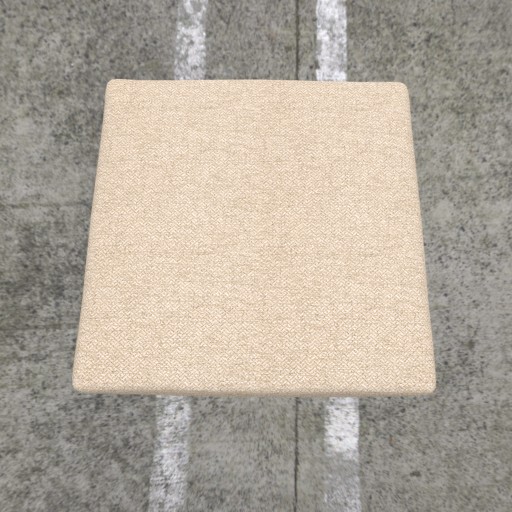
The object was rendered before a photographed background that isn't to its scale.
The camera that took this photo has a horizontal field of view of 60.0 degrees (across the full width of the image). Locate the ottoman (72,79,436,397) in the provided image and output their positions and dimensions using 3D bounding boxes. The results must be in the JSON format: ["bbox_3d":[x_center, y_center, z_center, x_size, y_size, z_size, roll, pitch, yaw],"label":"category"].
[{"bbox_3d":[0.000,0.000,0.852,0.508,0.432,0.508,1,75,0],"label":"ottoman"}]
